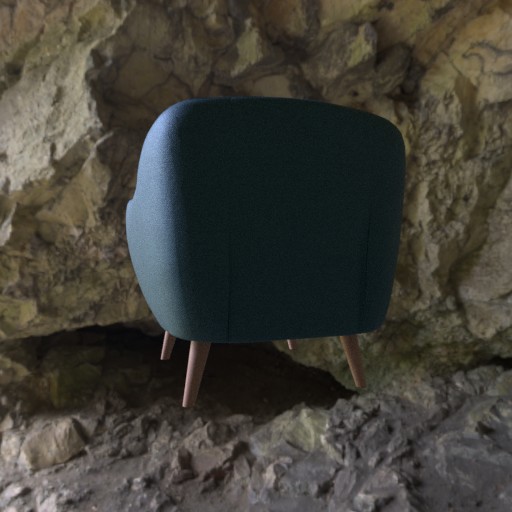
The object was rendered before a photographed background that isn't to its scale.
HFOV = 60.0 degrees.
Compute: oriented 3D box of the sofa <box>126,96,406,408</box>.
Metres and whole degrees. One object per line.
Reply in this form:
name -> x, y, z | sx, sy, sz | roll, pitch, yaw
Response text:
sofa -> 0.000, 0.000, 1.519 | 0.836, 0.817, 0.825 | 0, 1, -18
